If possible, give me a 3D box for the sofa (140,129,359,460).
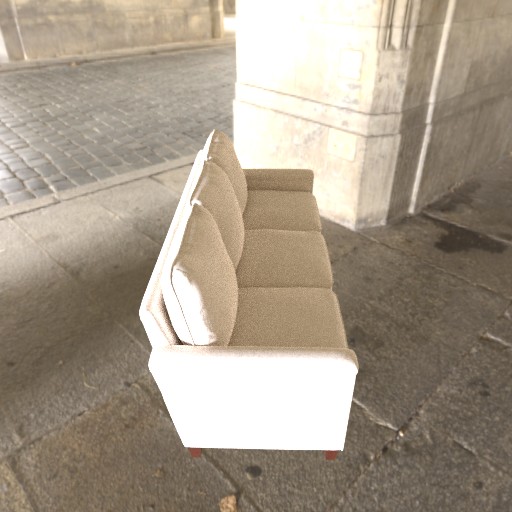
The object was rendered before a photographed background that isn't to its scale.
[{"bbox_3d":[0.000,0.000,2.495,0.828,0.961,1.925,1,33,1],"label":"sofa"}]
